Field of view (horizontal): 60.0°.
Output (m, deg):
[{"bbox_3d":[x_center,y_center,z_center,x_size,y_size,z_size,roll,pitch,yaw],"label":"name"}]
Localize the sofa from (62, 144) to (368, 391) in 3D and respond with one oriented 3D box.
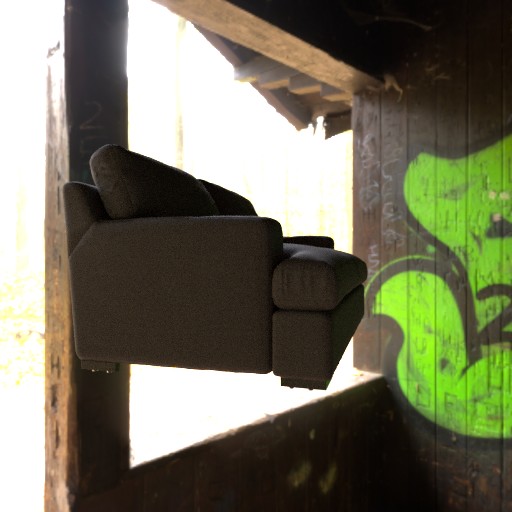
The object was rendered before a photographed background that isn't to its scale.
[{"bbox_3d":[0.000,0.000,2.519,1.143,0.940,1.880,0,0,17],"label":"sofa"}]
